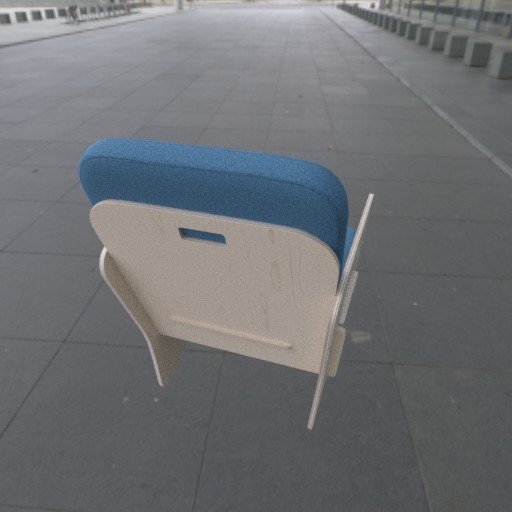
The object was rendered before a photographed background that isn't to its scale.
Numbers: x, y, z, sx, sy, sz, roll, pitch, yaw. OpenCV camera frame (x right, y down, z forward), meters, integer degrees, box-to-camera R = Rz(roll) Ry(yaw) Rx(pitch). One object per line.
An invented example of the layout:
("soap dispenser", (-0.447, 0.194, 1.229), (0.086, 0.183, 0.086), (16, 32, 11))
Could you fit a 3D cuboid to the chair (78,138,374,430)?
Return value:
("chair", (0.000, 0.000, 1.162), (0.547, 0.747, 0.657), (10, 33, 17))
